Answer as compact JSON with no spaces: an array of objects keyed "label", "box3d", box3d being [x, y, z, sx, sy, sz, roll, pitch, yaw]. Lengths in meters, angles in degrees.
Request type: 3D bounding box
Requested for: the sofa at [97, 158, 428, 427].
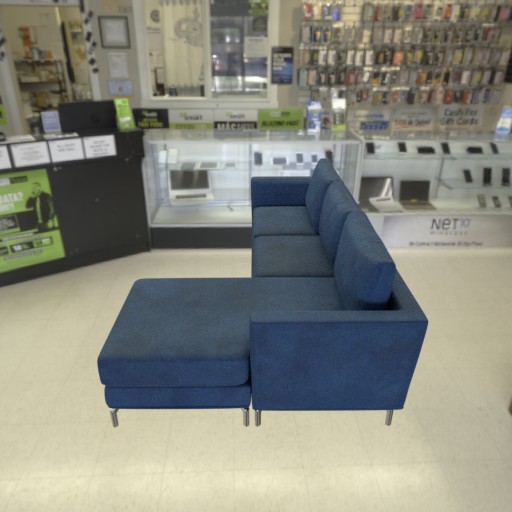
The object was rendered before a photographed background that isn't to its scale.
[{"label":"sofa","box3d":[0.000,0.000,3.275,1.622,0.987,2.438,0,26,0]}]
